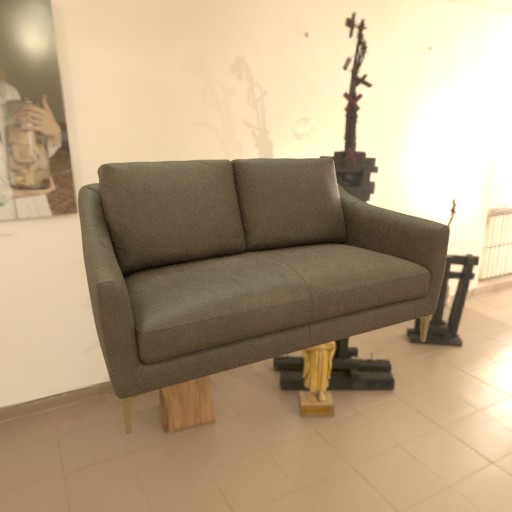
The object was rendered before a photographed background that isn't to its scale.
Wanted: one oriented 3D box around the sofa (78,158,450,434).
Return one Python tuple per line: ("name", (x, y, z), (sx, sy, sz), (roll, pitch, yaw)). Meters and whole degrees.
("sofa", (0.000, 0.000, 2.165), (1.619, 0.902, 0.960), (-8, 18, -27))
